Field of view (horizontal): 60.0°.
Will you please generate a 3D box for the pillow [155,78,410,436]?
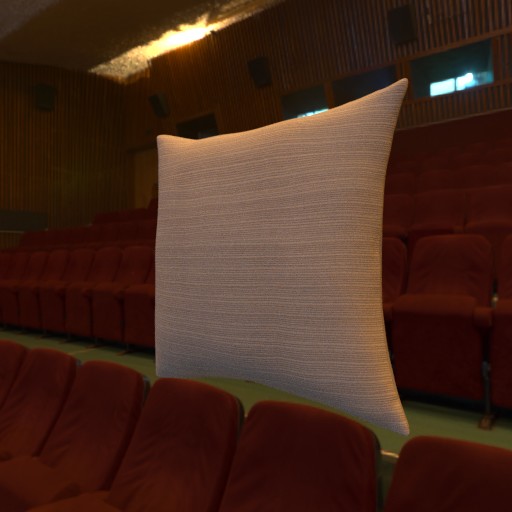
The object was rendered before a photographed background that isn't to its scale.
[{"bbox_3d":[0.000,0.000,0.756,0.512,0.497,0.204,0,-1,36],"label":"pillow"}]
